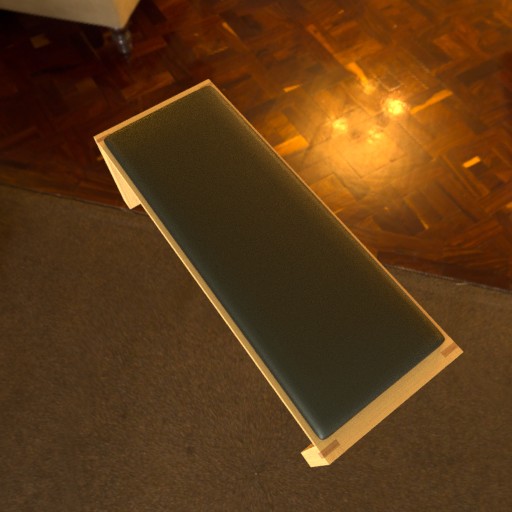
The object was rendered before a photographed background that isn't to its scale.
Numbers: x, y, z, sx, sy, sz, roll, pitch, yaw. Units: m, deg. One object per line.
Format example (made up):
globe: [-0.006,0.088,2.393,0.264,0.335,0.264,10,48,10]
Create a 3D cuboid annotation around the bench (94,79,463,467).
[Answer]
bench: [0.000,0.000,1.446,0.450,0.430,1.202,-33,68,-15]
